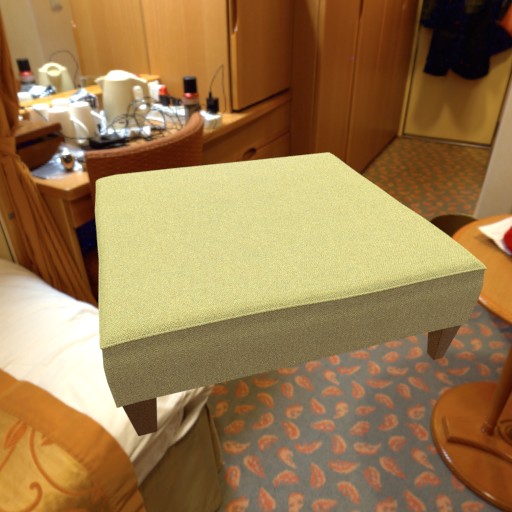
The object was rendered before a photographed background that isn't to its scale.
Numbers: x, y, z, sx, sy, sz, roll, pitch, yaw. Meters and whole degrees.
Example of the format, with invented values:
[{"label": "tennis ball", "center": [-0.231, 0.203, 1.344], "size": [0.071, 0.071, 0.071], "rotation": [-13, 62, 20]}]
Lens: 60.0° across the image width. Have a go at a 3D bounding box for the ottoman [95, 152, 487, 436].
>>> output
[{"label": "ottoman", "center": [0.000, 0.000, 1.520], "size": [1.004, 0.379, 0.968], "rotation": [-9, 33, -15]}]
